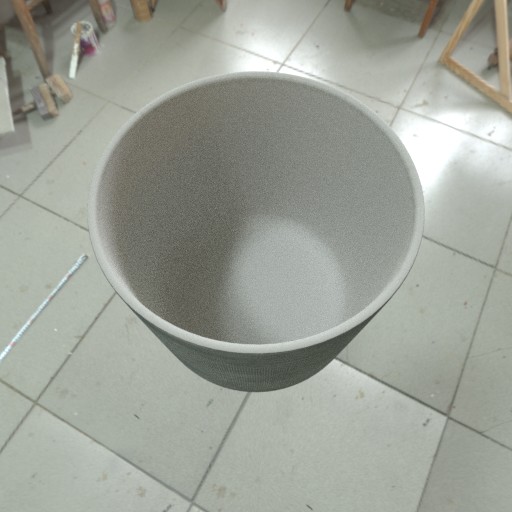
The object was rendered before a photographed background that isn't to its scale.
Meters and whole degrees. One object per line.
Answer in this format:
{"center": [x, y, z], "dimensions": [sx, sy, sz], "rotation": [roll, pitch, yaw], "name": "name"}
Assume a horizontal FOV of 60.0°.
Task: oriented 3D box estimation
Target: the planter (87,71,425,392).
{"center": [0.000, 0.000, 0.762], "dimensions": [0.440, 0.398, 0.440], "rotation": [0, 63, 0], "name": "planter"}
